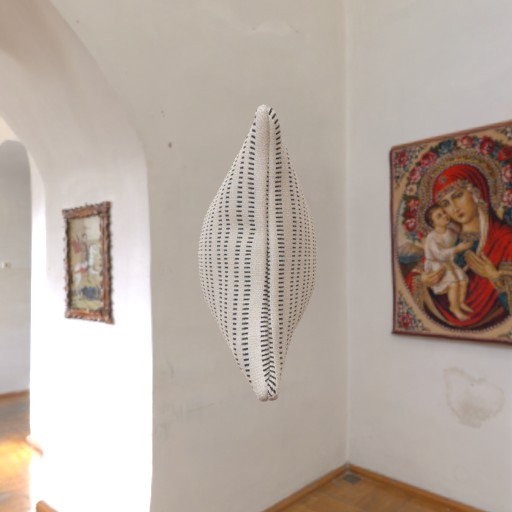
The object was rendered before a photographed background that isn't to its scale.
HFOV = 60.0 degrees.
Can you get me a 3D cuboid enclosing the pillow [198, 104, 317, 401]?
[{"bbox_3d":[0.000,0.000,0.834,0.210,0.353,0.640,0,-1,-1],"label":"pillow"}]
